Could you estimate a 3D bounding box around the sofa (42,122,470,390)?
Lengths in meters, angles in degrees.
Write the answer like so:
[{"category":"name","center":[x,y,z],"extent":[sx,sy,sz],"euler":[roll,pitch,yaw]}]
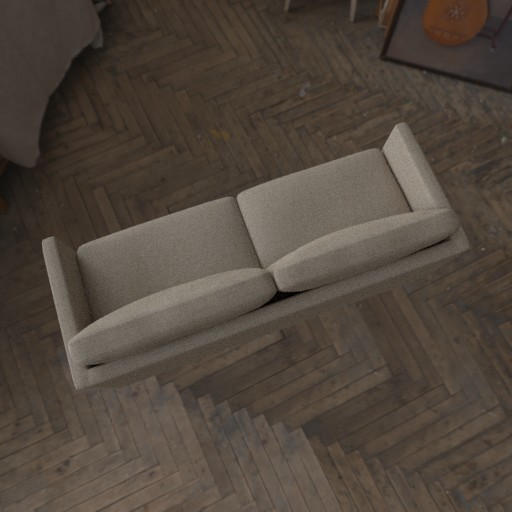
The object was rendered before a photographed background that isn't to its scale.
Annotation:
[{"category":"sofa","center":[0.000,0.000,2.900],"extent":[2.434,0.965,0.951],"euler":[-19,75,-5]}]
